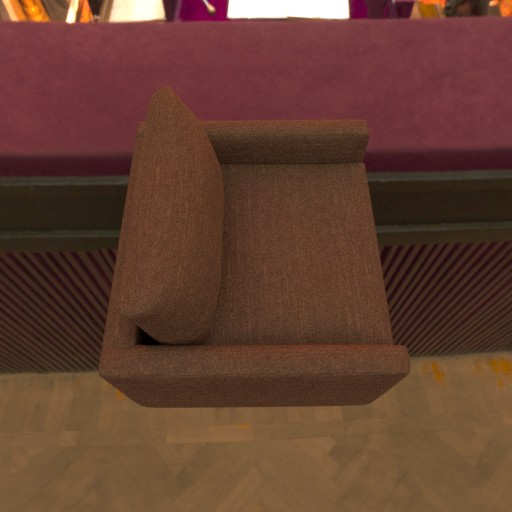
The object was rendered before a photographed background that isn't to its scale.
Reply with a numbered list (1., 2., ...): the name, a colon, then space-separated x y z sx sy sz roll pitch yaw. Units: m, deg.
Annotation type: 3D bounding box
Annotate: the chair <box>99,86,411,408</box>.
1. chair: 0.000 0.000 1.535 0.845 0.841 0.940 0 62 0
